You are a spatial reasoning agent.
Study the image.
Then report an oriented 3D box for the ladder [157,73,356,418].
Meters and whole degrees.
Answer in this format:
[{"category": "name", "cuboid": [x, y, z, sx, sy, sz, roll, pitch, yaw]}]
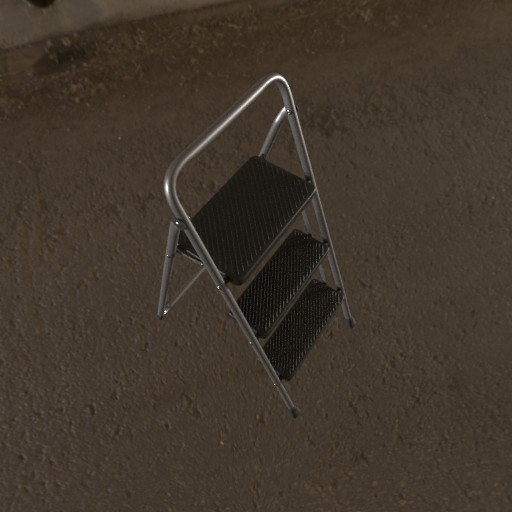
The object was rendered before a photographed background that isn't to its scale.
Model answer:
[{"category": "ladder", "cuboid": [0.000, 0.000, 1.265, 0.629, 0.945, 0.430, 31, 64, 17]}]
